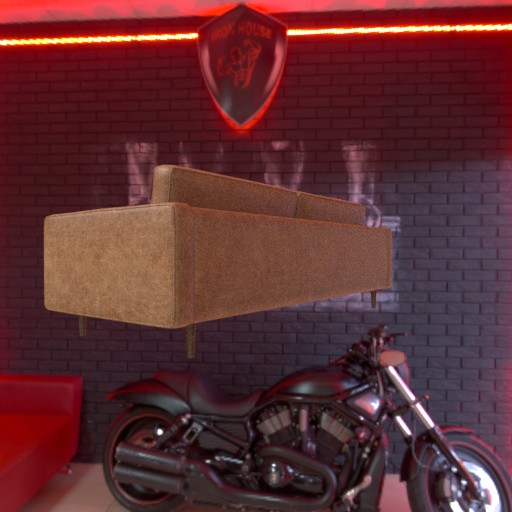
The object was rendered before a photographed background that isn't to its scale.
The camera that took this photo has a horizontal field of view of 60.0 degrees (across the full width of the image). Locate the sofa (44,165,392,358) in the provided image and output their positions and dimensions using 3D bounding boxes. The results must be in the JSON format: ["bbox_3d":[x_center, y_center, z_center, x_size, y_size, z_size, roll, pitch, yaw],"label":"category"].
[{"bbox_3d":[0.000,0.000,2.693,0.919,0.770,2.200,1,1,37],"label":"sofa"}]
